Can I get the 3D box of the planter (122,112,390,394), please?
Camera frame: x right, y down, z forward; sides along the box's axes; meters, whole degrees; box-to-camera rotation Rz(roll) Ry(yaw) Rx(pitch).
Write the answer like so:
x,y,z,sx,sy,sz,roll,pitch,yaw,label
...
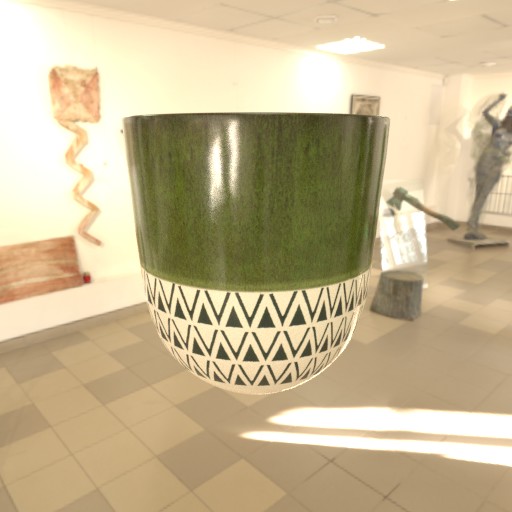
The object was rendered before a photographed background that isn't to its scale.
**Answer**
x,y,z,sx,sy,sz,roll,pitch,yaw,label
0.000,0.000,0.456,0.245,0.270,0.245,0,15,0,planter
